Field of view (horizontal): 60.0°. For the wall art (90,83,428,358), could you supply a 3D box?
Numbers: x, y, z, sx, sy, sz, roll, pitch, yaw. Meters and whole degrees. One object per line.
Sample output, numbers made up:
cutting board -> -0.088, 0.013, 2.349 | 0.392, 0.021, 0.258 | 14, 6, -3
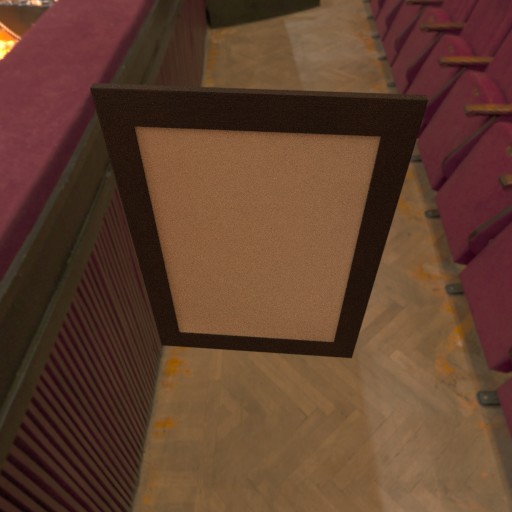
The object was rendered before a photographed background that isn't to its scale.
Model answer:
wall art -> 0.000, 0.000, 0.656 | 0.359, 0.508, 0.013 | 3, 46, 3
